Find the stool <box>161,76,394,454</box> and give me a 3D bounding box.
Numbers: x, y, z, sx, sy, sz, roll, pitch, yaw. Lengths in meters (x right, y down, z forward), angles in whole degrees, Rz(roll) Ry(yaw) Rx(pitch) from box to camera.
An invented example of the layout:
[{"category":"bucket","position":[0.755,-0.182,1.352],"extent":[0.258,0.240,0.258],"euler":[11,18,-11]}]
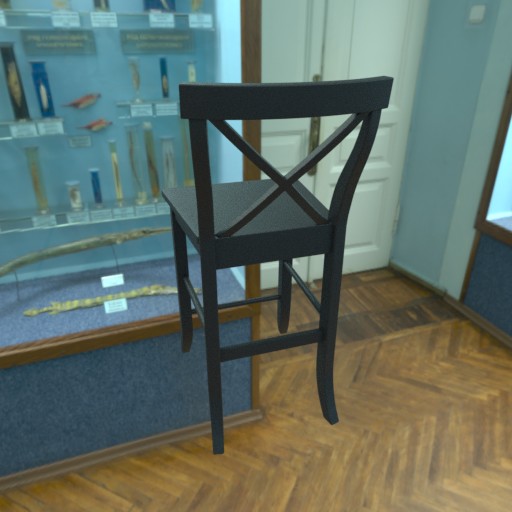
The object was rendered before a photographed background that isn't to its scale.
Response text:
[{"category":"stool","position":[0.000,0.000,1.279],"extent":[0.452,0.989,0.559],"euler":[-8,28,-16]}]
